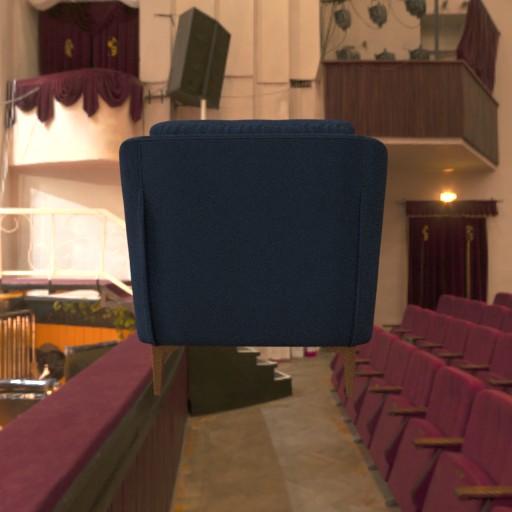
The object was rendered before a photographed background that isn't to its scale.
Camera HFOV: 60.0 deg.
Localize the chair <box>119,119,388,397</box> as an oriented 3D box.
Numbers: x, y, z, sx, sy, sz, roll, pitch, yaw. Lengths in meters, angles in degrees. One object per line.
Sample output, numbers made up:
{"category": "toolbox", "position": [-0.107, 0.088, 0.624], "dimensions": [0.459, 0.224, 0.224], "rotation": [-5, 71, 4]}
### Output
{"category": "chair", "position": [0.000, 0.000, 1.728], "dimensions": [0.987, 0.899, 0.961], "rotation": [0, -1, 2]}
